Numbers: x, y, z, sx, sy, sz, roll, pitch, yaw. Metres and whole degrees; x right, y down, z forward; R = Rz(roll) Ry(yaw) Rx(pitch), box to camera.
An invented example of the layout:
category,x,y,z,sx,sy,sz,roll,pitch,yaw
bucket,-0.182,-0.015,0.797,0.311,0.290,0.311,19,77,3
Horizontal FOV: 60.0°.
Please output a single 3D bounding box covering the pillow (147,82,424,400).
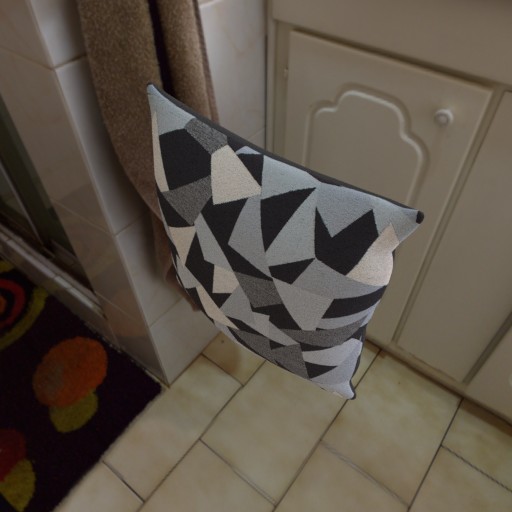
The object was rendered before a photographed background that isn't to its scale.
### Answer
category,x,y,z,sx,sy,sz,roll,pitch,yaw
pillow,0.000,0.000,0.797,0.503,0.496,0.208,32,55,26
